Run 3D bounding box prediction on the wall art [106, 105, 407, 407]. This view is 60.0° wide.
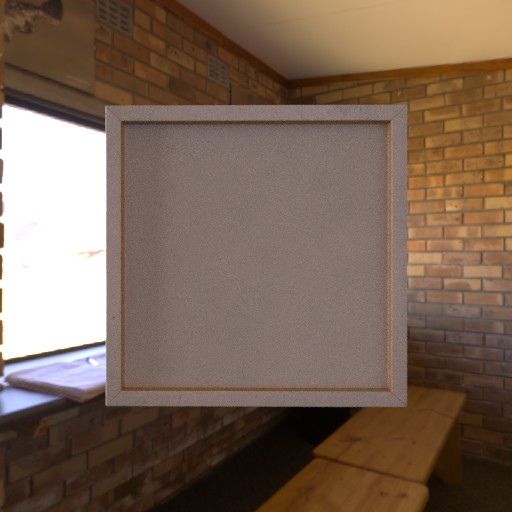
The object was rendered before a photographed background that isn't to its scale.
[{"bbox_3d":[0.000,0.000,1.137,0.762,0.762,0.038,0,0,1],"label":"wall art"}]
